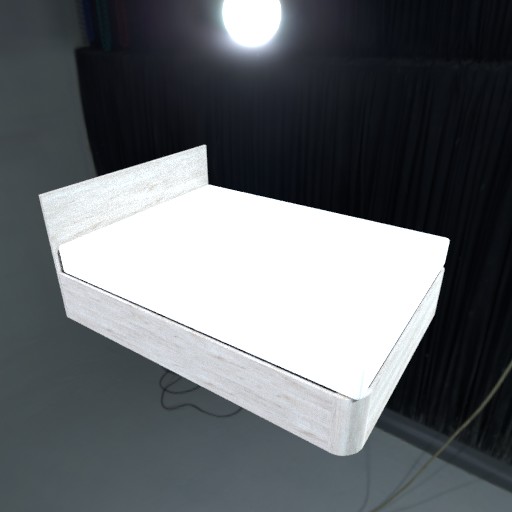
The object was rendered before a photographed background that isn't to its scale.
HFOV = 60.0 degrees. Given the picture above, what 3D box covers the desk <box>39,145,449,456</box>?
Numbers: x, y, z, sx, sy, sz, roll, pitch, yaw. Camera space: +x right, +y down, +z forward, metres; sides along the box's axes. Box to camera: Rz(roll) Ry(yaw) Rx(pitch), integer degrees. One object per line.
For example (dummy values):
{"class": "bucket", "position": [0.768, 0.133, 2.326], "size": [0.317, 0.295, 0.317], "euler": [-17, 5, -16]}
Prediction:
{"class": "desk", "position": [0.000, 0.000, 2.633], "size": [1.900, 0.800, 1.400], "euler": [17, 32, 30]}
